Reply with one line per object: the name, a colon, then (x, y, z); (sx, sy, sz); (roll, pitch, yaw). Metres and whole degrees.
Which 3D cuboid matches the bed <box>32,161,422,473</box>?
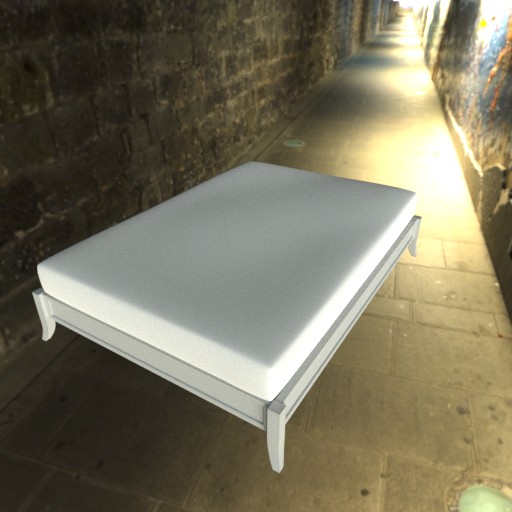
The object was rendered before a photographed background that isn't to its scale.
bed: (0.000, 0.000, 2.637); (1.460, 0.510, 1.985); (17, 34, 27)
